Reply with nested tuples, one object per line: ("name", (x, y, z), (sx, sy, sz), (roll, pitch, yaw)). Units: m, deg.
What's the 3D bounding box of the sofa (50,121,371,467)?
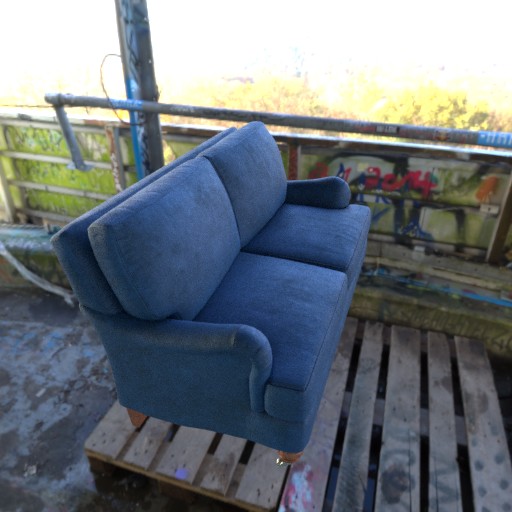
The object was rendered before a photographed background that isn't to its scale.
("sofa", (0.000, 0.000, 2.493), (1.084, 1.101, 1.853), (10, 32, 17))
